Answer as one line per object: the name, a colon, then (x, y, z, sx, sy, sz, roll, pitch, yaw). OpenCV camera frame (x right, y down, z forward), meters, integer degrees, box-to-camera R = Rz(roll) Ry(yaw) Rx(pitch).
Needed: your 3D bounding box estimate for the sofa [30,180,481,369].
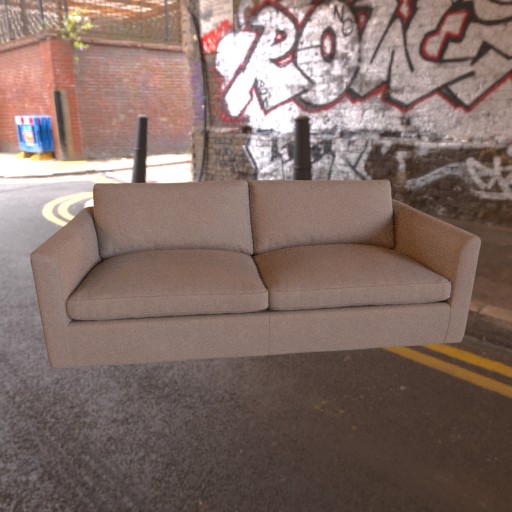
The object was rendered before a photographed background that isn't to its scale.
sofa: (0.000, 0.000, 2.734, 2.588, 0.838, 1.090, -2, 17, -7)
